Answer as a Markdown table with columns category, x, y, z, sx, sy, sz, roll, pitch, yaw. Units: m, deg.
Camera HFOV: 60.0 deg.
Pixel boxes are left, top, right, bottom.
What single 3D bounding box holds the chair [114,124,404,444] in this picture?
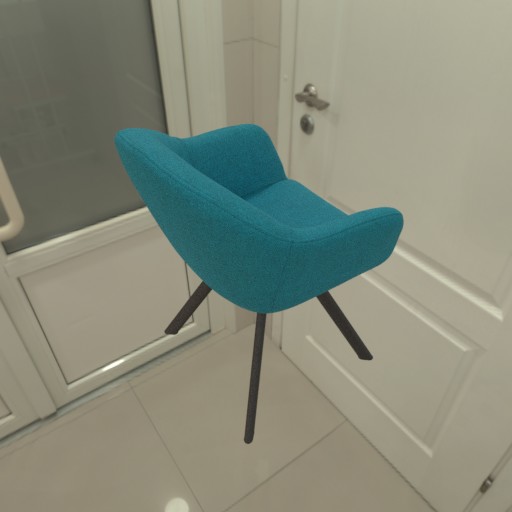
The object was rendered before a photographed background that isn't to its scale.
| category | x | y | z | sx | sy | sz | roll | pitch | yaw |
| --- | --- | --- | --- | --- | --- | --- | --- | --- | --- |
| chair | 0.000 | 0.000 | 1.155 | 0.565 | 0.775 | 0.545 | -25 | 45 | -27 |
